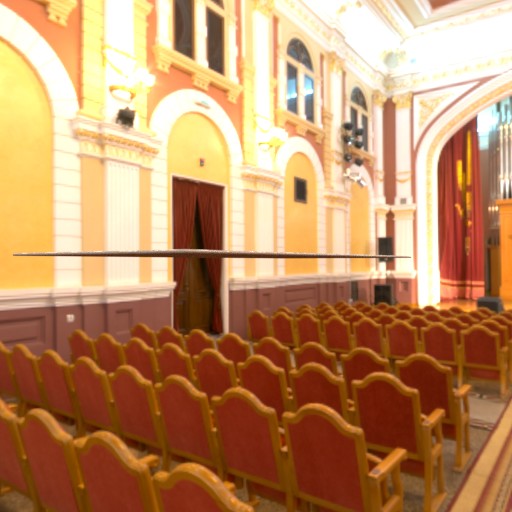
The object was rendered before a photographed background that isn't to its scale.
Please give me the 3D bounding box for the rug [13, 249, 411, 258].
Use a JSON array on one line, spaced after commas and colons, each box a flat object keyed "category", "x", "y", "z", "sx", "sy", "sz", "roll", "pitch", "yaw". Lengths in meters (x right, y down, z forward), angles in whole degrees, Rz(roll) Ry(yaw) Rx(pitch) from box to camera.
[{"category": "rug", "x": 0.000, "y": 0.000, "z": 1.410, "sx": 0.604, "sy": 0.007, "sz": 1.219, "roll": -1, "pitch": -1, "yaw": 37}]
